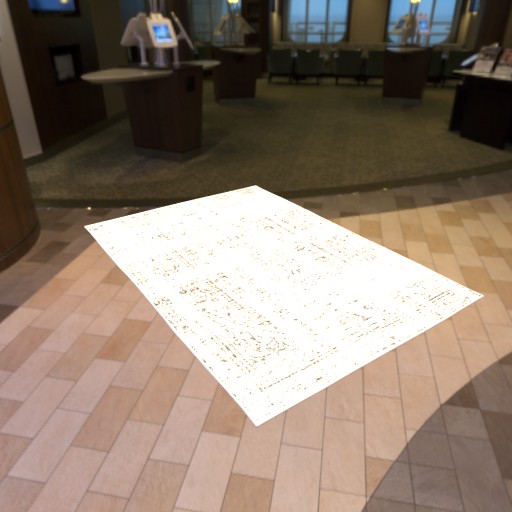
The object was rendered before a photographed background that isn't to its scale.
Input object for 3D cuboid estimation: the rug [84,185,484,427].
[{"bbox_3d":[0.000,0.000,3.146,1.706,0.026,2.438,-19,34,-30],"label":"rug"}]
